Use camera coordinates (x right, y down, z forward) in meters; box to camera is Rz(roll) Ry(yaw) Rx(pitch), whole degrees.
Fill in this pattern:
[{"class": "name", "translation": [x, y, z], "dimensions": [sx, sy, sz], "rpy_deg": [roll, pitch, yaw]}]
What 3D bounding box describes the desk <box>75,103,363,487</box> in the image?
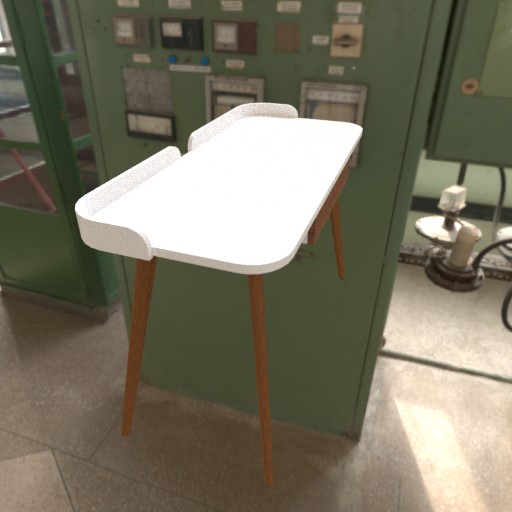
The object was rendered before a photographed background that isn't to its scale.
[{"class": "desk", "translation": [0.000, 0.000, 1.617], "dimensions": [0.534, 0.807, 1.206], "rpy_deg": [11, 33, 17]}]
